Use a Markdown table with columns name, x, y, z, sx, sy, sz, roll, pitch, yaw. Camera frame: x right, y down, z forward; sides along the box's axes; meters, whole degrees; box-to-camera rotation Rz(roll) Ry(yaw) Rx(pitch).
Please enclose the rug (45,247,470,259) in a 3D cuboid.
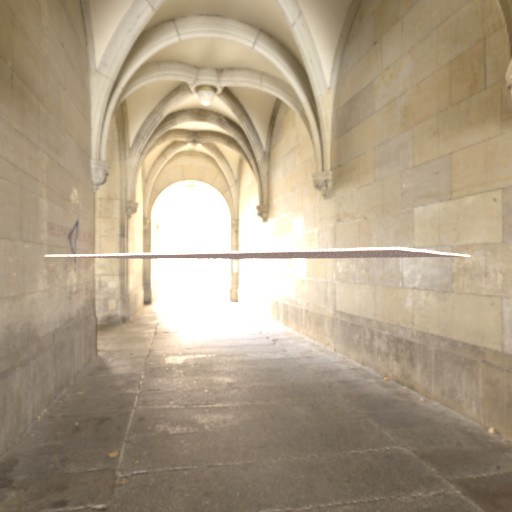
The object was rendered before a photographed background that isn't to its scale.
| name | x | y | z | sx | sy | sz | roll | pitch | yaw |
| --- | --- | --- | --- | --- | --- | --- | --- | --- | --- |
| rug | 0.000 | 0.000 | 2.304 | 1.840 | 0.013 | 1.225 | -1 | -2 | 35 |
